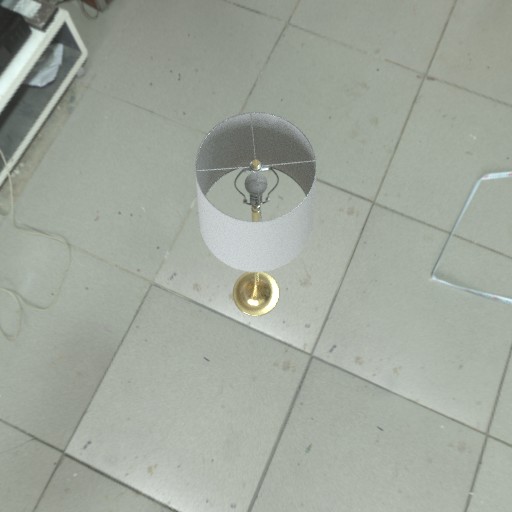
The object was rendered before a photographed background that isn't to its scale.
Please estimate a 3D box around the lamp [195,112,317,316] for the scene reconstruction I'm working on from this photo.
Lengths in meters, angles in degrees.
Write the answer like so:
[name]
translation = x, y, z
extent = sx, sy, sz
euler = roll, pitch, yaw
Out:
[lamp]
translation = 0.000, 0.000, 1.729
extent = 0.337, 1.543, 0.337
euler = 0, 74, 0
